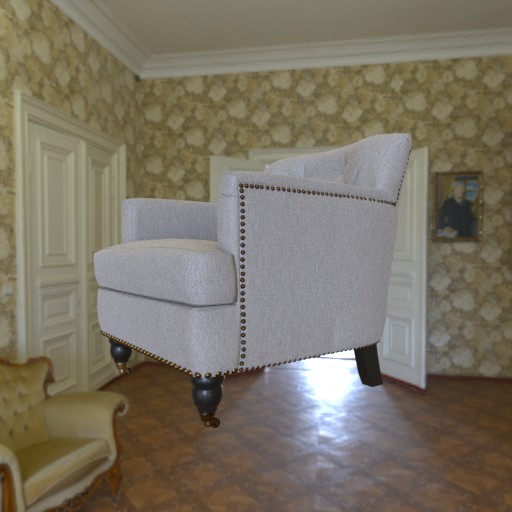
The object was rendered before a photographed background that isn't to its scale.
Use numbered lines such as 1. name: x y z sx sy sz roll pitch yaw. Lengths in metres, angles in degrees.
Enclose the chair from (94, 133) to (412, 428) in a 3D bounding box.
1. chair: 0.000 0.000 1.500 0.902 0.823 0.737 0 1 -37
